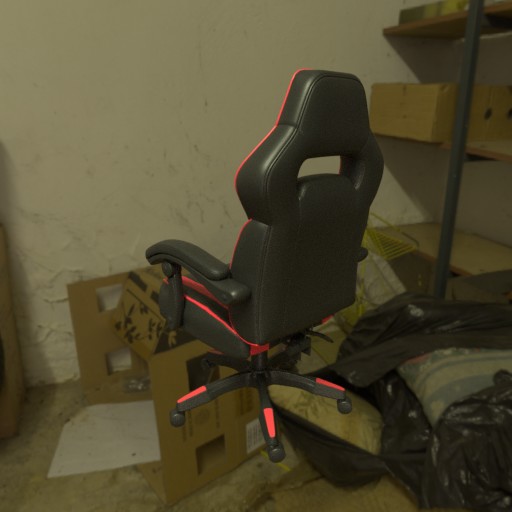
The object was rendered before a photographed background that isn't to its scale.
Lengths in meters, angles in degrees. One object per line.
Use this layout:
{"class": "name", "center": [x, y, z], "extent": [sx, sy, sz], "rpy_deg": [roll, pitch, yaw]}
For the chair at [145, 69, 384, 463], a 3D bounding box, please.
{"class": "chair", "center": [0.000, 0.000, 1.626], "extent": [0.700, 1.220, 0.700], "rpy_deg": [-15, 22, -41]}
